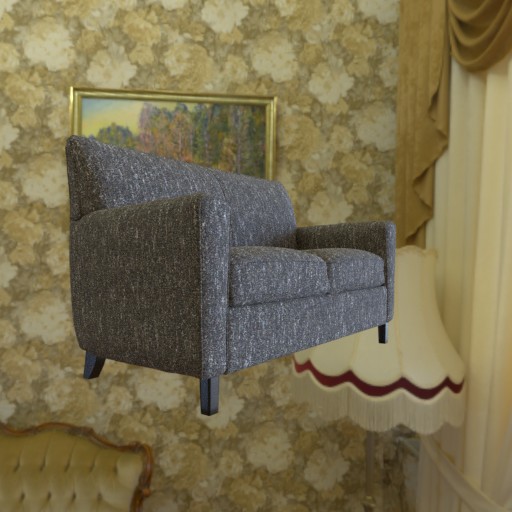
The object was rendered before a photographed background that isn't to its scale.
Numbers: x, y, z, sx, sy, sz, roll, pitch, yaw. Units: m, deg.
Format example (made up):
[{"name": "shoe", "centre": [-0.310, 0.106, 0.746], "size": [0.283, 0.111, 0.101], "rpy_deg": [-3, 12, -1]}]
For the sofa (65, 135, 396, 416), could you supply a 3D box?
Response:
[{"name": "sofa", "centre": [0.000, 0.000, 2.078], "size": [0.801, 0.946, 1.519], "rpy_deg": [0, 0, 38]}]
